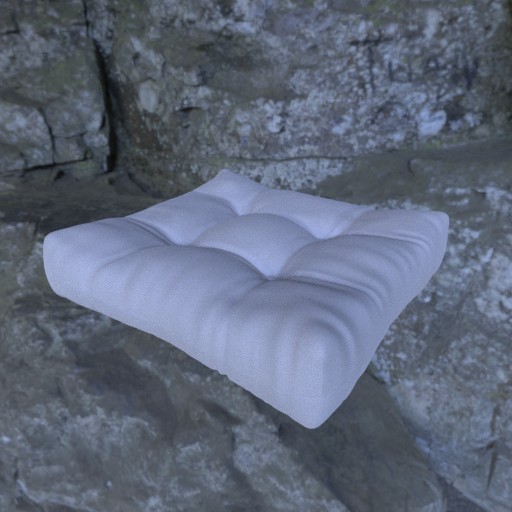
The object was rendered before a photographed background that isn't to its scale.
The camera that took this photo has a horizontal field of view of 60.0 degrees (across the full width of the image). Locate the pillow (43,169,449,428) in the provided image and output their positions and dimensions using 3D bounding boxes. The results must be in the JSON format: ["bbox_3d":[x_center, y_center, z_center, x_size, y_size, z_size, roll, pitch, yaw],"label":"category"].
[{"bbox_3d":[0.000,0.000,0.713,0.490,0.128,0.468,17,31,31],"label":"pillow"}]
